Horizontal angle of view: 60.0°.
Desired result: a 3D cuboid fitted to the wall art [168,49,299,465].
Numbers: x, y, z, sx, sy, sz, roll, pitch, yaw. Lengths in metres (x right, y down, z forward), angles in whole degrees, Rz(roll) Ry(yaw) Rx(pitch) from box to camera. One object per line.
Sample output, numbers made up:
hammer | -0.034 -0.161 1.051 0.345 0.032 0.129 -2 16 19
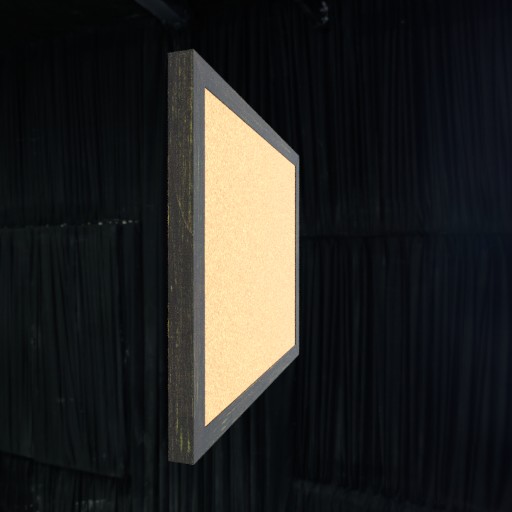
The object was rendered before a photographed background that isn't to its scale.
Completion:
wall art | 0.000 0.000 0.758 0.032 0.457 0.558 0 0 17
